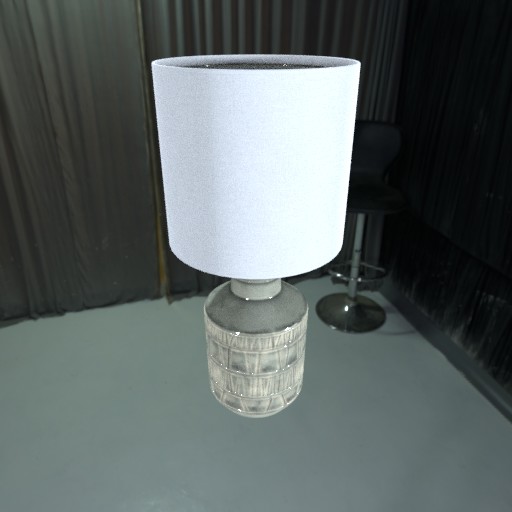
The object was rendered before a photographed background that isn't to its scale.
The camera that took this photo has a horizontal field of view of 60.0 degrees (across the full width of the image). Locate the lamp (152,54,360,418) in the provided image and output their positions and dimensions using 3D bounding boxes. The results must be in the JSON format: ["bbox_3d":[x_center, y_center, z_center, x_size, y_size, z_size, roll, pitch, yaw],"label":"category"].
[{"bbox_3d":[0.000,0.000,0.563,0.211,0.455,0.211,-9,29,-16],"label":"lamp"}]
